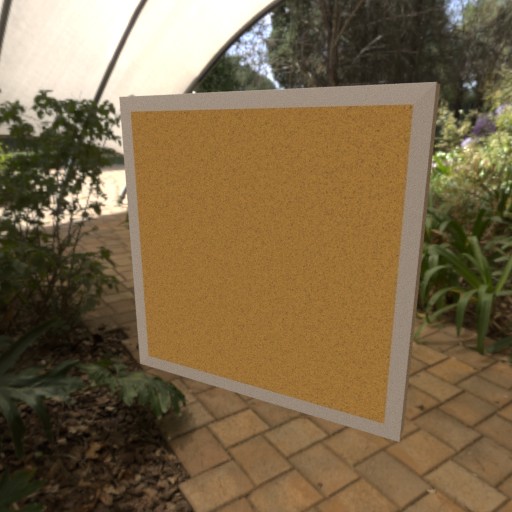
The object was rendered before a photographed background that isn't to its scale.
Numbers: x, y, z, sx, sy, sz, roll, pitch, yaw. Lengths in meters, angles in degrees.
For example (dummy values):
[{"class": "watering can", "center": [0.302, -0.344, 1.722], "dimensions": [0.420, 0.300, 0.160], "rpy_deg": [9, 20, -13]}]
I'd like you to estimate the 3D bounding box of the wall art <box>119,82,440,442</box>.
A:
[{"class": "wall art", "center": [0.000, 0.000, 1.851], "dimensions": [1.289, 1.291, 0.098], "rpy_deg": [8, 18, 26]}]
